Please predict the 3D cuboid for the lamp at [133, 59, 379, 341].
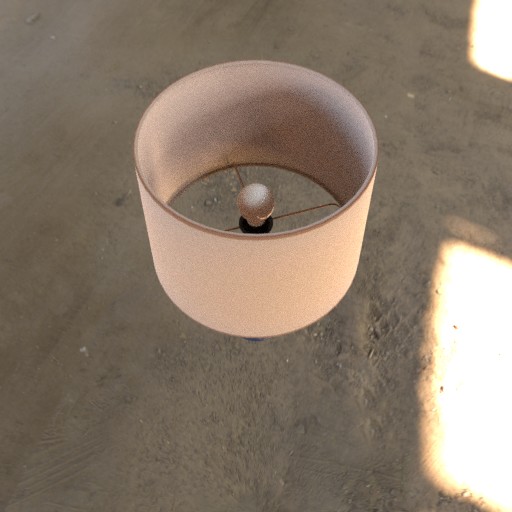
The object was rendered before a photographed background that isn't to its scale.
[{"bbox_3d":[0.000,0.000,0.840,0.367,0.609,0.367,0,59,0],"label":"lamp"}]
